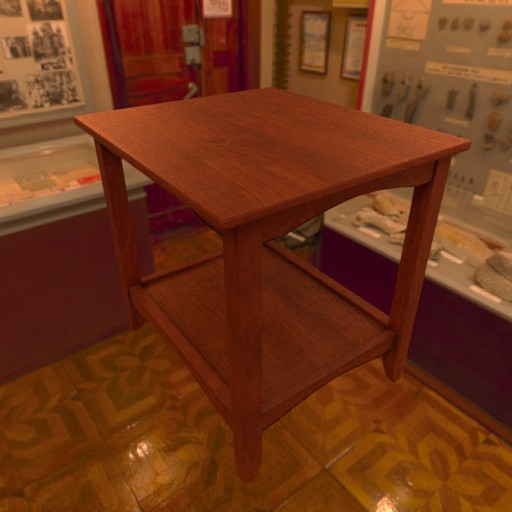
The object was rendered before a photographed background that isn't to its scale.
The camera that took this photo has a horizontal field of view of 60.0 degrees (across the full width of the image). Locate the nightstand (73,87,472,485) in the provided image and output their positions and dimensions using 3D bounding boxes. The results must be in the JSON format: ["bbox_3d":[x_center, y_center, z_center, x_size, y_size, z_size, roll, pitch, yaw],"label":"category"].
[{"bbox_3d":[0.000,0.000,0.964,0.501,0.558,0.558,-21,37,-30],"label":"nightstand"}]
